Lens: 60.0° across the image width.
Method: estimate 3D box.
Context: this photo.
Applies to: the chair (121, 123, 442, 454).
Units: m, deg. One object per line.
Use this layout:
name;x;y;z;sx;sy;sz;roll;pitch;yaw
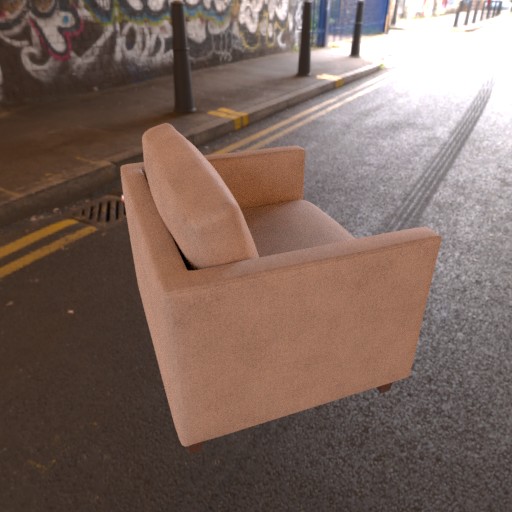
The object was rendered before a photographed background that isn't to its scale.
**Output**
chair;0.000;0.000;1.886;0.959;0.961;1.133;-11;32;-18
